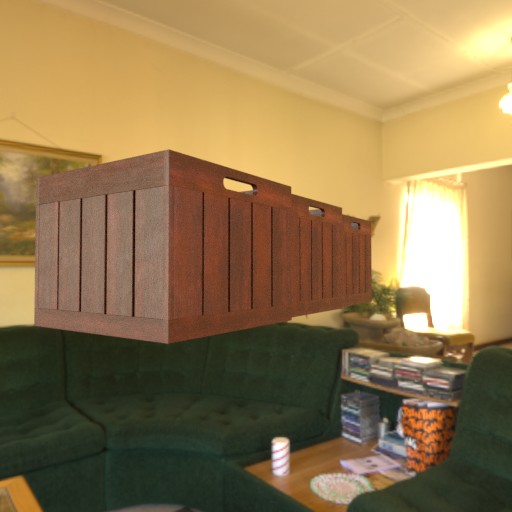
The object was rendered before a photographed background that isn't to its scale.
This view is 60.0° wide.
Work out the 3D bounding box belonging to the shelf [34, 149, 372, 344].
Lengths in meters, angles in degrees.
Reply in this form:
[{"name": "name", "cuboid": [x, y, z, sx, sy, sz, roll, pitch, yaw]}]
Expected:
[{"name": "shelf", "cuboid": [0.000, 0.000, 1.257, 0.393, 0.311, 1.064, -1, -2, 35]}]
